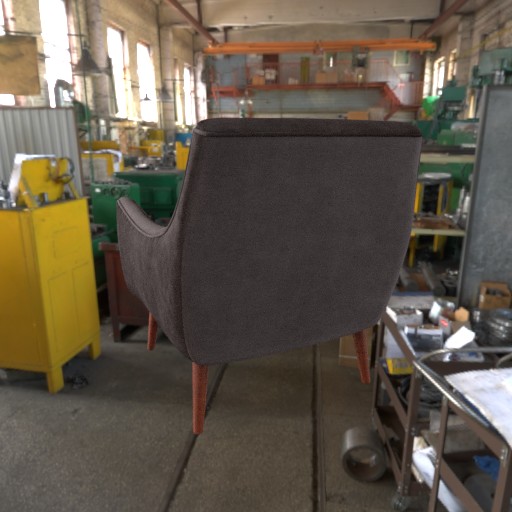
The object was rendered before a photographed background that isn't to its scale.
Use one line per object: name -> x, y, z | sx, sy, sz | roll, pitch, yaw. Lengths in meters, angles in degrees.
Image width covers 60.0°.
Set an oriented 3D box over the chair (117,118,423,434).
chair -> 0.000, 0.000, 1.452 | 0.762, 0.838, 0.787 | -7, 17, -25
